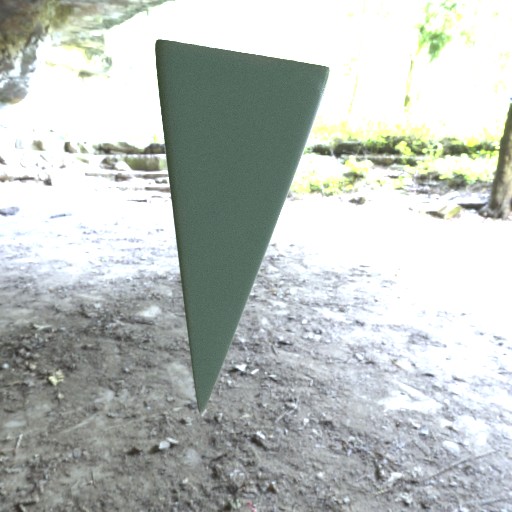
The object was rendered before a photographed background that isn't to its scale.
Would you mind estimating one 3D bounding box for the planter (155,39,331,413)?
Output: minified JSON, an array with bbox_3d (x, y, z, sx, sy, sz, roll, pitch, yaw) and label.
[{"bbox_3d":[0.000,0.000,0.213,0.064,0.178,0.080,2,15,9],"label":"planter"}]
